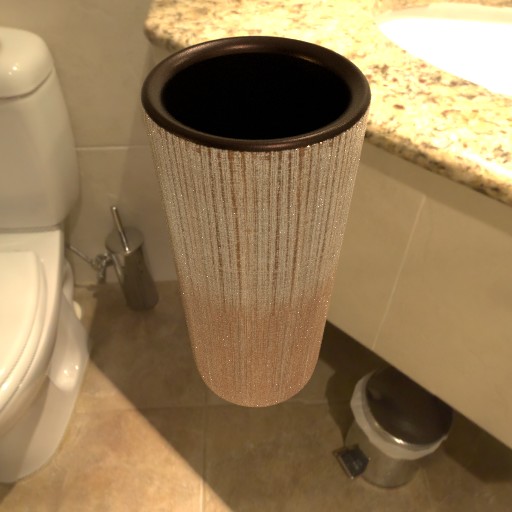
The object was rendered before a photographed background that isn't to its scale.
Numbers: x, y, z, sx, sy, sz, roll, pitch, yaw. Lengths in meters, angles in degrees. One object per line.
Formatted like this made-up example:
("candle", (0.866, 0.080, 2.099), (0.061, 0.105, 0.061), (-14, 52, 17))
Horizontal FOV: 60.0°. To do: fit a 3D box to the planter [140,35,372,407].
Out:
("planter", (0.000, 0.000, 0.276), (0.100, 0.227, 0.100), (-32, 55, -25))
